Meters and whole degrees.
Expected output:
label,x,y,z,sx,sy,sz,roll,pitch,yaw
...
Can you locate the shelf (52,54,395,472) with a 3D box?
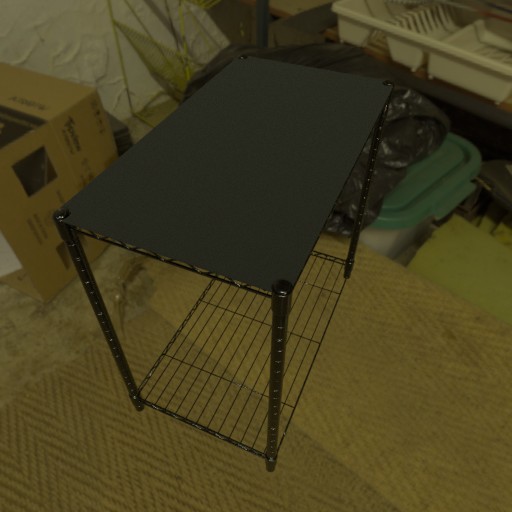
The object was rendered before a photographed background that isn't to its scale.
label,x,y,z,sx,sy,sz,roll,pitch,yaw
shelf,0.000,0.000,0.920,0.338,0.564,0.589,17,48,16
